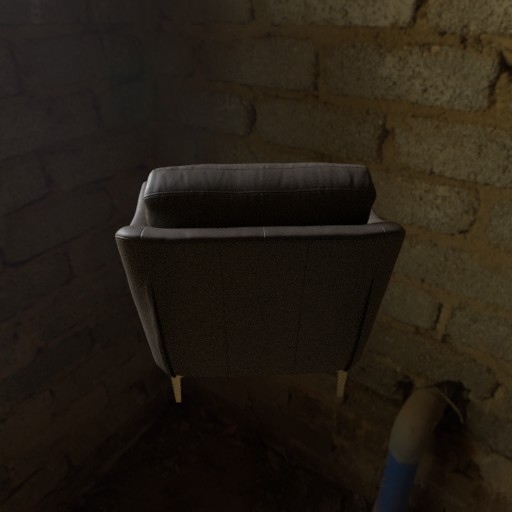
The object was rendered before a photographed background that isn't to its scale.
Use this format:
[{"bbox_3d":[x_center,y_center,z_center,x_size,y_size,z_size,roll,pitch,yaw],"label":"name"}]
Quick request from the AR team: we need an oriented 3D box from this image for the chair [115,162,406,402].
[{"bbox_3d":[0.000,0.000,1.729,0.988,0.901,0.961,-1,30,-2],"label":"chair"}]
